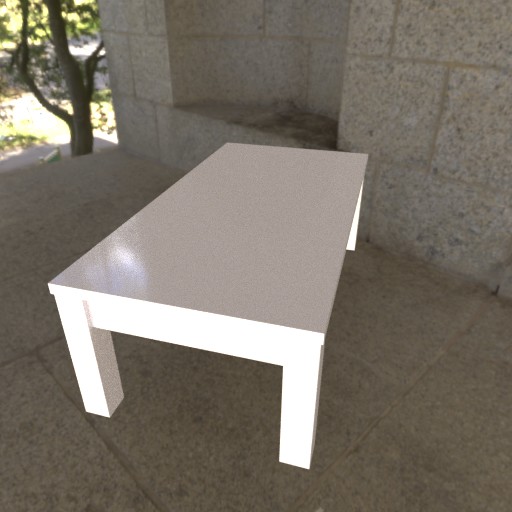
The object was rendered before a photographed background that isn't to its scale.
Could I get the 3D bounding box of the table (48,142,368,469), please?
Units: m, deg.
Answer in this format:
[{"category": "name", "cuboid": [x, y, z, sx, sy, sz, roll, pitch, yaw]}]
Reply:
[{"category": "table", "cuboid": [0.000, 0.000, 1.711, 0.700, 0.470, 1.350, 8, 31, 14]}]
